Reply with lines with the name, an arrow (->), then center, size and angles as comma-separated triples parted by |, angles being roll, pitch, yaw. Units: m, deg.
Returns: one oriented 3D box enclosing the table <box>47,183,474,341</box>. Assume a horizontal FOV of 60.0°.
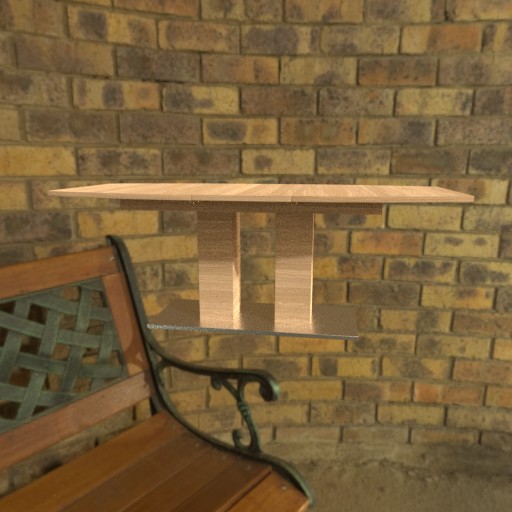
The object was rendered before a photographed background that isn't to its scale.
table -> 0.000, 0.000, 2.489 | 2.032, 0.750, 0.900 | 2, 13, 9
